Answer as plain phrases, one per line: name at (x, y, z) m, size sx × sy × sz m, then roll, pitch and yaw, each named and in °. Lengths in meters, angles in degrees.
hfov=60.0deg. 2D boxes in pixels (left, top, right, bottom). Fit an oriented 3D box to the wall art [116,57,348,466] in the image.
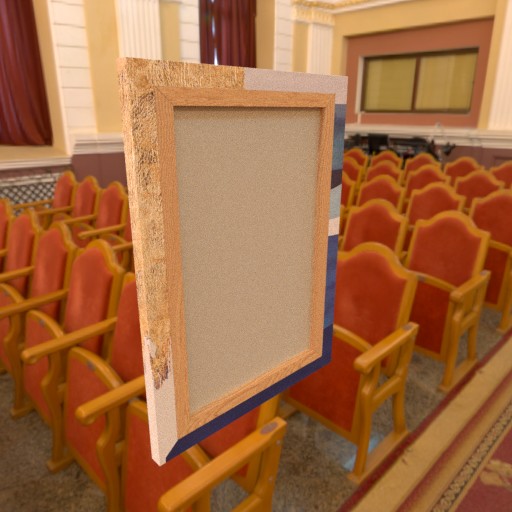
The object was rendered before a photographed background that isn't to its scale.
wall art at (0.000, 0.000, 0.788) m, size 0.458 × 0.613 × 0.026 m, roll -17°, pitch 24°, yaw -41°
